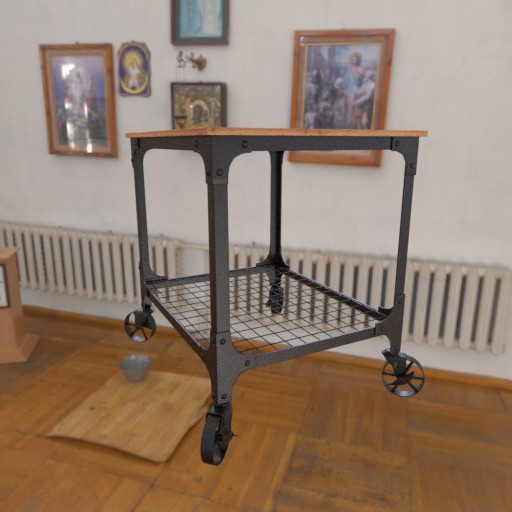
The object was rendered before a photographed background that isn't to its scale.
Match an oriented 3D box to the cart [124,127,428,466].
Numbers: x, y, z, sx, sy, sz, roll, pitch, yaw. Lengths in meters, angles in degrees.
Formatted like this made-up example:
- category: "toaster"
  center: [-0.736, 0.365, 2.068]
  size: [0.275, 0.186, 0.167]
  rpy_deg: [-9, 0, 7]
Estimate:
- category: "cart"
  center: [0.000, 0.000, 1.120]
  size: [0.558, 0.603, 0.666]
  rpy_deg: [-8, 16, -27]
